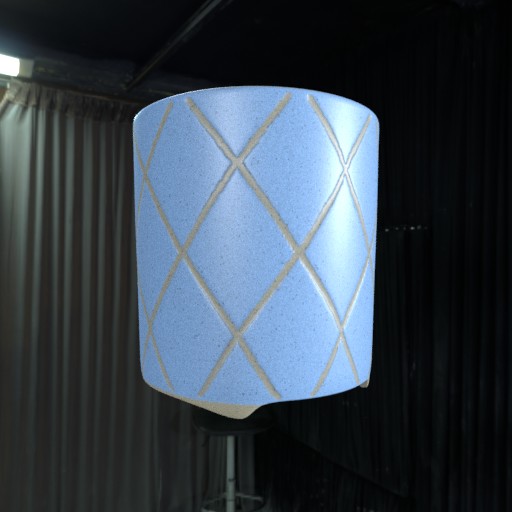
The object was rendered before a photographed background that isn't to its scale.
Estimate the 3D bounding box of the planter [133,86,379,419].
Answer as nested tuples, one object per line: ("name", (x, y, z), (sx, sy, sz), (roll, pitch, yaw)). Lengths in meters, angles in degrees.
("planter", (0.000, 0.000, 0.355), (0.191, 0.200, 0.191), (0, -1, 0))
